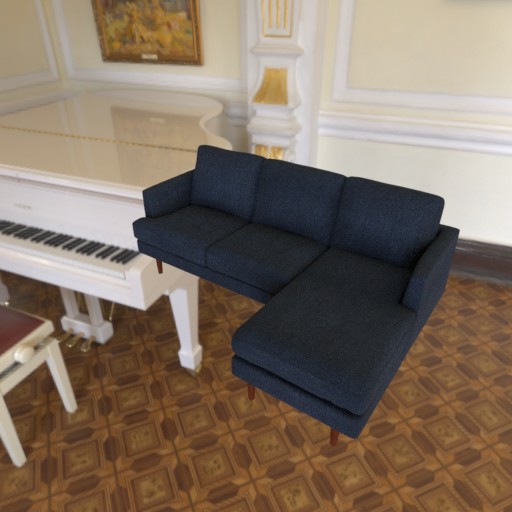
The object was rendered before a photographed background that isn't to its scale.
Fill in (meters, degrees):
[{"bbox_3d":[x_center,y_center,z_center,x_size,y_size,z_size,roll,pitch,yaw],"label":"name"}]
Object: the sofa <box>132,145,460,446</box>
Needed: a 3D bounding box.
[{"bbox_3d":[0.000,0.000,3.030,2.233,0.956,1.504,20,36,30],"label":"sofa"}]
